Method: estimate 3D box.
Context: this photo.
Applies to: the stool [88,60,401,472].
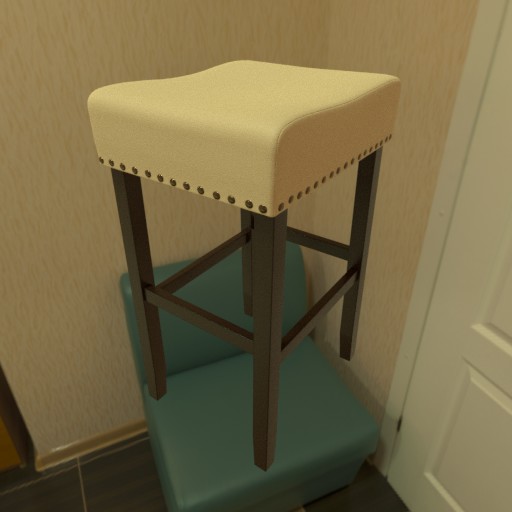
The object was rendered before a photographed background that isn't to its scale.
[{"bbox_3d":[0.000,0.000,1.016,0.401,0.762,0.471,20,37,30],"label":"stool"}]
